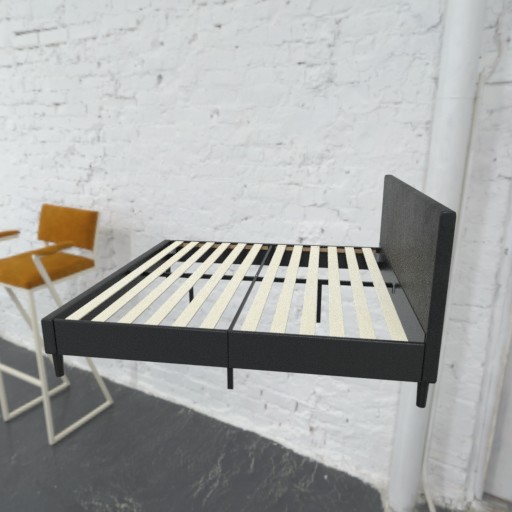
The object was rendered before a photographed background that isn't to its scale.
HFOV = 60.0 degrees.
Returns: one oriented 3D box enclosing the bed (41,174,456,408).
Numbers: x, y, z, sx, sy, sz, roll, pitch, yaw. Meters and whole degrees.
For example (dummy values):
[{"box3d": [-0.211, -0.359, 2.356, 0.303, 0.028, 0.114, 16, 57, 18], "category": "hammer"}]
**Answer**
[{"box3d": [0.000, 0.000, 3.262, 2.152, 1.046, 2.018, 2, 15, 8], "category": "bed"}]
